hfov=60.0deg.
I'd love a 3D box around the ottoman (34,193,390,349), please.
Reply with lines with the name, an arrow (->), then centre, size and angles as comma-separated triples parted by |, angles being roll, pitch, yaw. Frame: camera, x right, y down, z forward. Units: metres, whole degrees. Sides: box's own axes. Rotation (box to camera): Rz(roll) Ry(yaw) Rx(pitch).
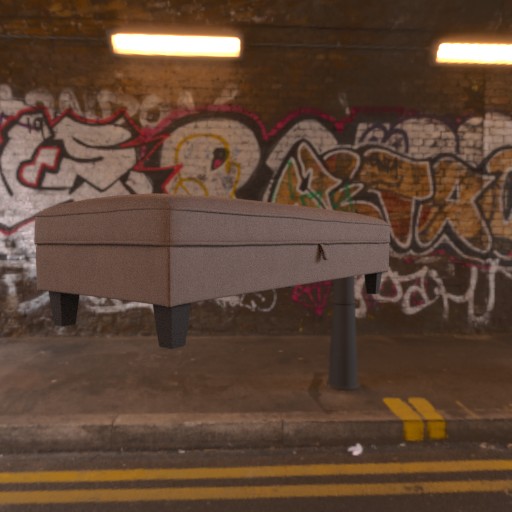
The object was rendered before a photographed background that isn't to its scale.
ottoman -> 0.000, 0.000, 2.085 | 0.751, 0.470, 1.764 | 1, 3, 36
